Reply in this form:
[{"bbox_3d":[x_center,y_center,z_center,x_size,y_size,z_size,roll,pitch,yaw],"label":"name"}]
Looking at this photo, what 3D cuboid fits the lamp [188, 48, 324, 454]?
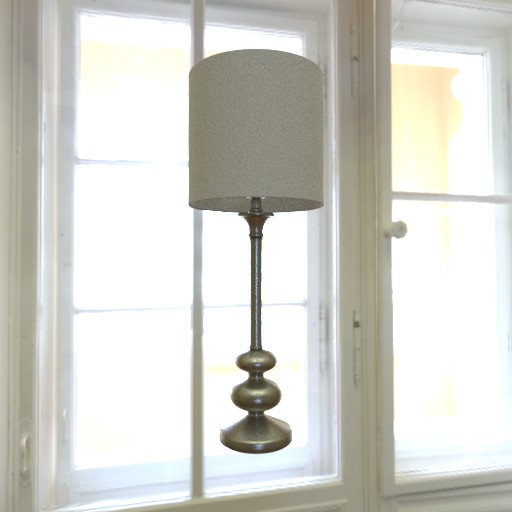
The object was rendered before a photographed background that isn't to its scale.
[{"bbox_3d":[0.000,0.000,0.837,0.254,0.690,0.254,0,-1,34],"label":"lamp"}]
